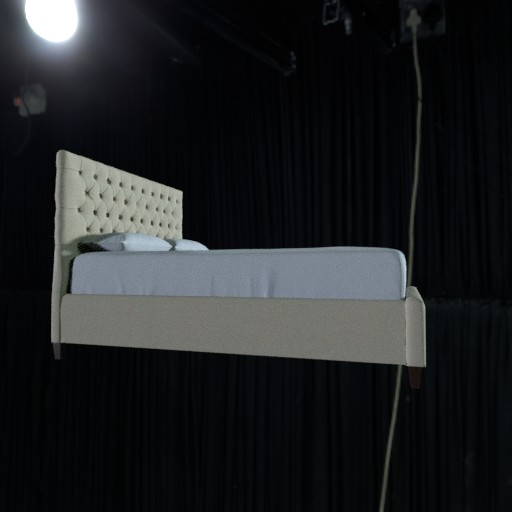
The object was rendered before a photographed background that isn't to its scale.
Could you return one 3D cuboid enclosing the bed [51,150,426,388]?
[{"bbox_3d":[0.000,0.000,3.431,2.387,1.427,1.698,-1,-2,19],"label":"bed"}]
